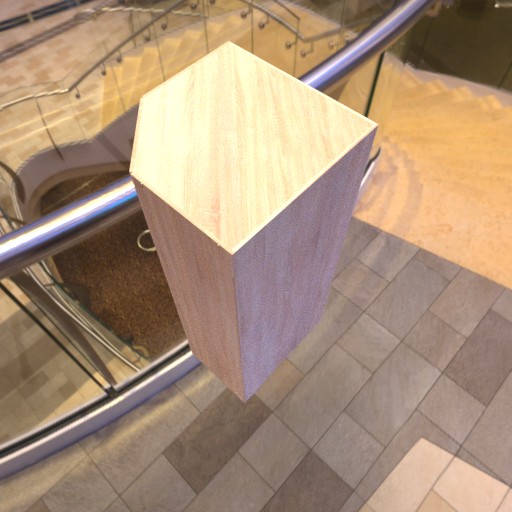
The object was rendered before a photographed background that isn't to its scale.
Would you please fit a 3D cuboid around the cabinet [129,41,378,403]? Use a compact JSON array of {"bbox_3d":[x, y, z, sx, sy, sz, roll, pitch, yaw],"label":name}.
[{"bbox_3d":[0.000,0.000,2.859,1.094,2.120,1.327,-2,58,-1],"label":"cabinet"}]
